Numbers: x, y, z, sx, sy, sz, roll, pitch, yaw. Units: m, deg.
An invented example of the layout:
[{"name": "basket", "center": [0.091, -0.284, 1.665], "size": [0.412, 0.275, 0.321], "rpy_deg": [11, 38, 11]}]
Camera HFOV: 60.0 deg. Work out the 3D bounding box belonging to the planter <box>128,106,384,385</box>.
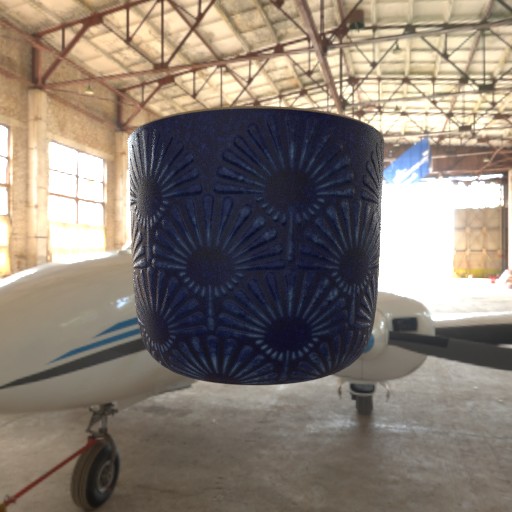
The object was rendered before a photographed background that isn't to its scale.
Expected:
[{"name": "planter", "center": [0.000, 0.000, 0.222], "size": [0.124, 0.109, 0.124], "rpy_deg": [0, 0, 0]}]
